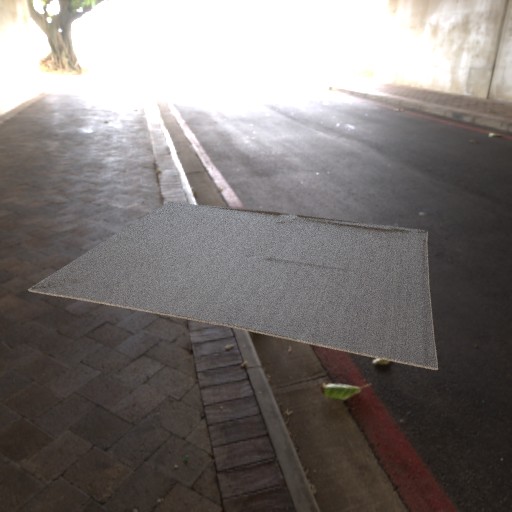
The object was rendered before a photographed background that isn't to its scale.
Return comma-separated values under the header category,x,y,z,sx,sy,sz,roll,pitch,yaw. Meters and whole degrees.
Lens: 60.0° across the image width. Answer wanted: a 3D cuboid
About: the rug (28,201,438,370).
category,x,y,z,sx,sy,sz,roll,pitch,yaw
rug,0.000,0.000,5.039,3.778,0.053,2.873,8,27,16
